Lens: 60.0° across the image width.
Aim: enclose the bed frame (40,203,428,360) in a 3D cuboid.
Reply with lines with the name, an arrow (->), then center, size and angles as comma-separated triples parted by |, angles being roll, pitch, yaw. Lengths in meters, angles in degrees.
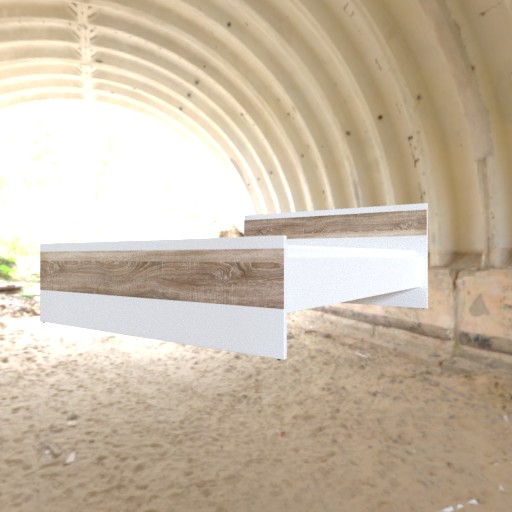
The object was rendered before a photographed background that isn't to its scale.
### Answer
bed frame -> 0.000, 0.000, 3.006 | 1.720, 0.800, 2.060 | 0, 0, 35
